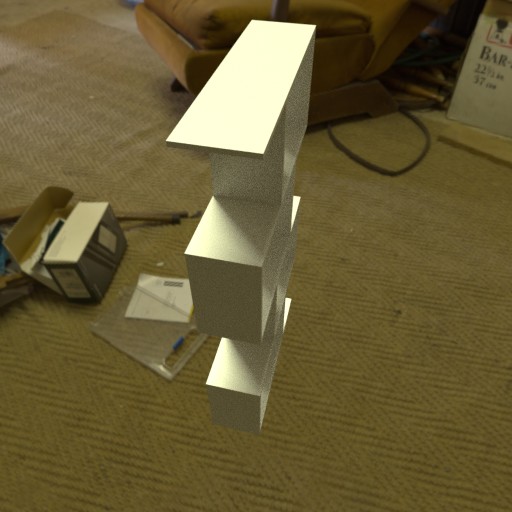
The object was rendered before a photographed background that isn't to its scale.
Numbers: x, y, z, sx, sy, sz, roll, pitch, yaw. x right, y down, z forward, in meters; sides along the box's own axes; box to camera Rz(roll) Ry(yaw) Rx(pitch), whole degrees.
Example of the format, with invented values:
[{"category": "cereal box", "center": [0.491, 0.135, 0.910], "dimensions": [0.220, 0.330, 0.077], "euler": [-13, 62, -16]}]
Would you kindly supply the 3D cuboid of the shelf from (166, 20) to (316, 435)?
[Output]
[{"category": "shelf", "center": [0.000, 0.000, 1.972], "dimensions": [0.250, 1.650, 0.890], "euler": [10, 47, 9]}]
